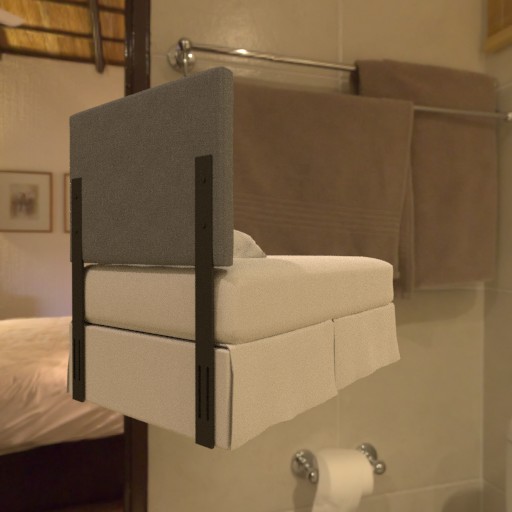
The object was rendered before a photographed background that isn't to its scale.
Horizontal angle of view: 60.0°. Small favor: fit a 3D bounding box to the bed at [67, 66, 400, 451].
[{"bbox_3d":[0.000,0.000,2.909,1.261,1.571,1.997,0,1,37],"label":"bed"}]
